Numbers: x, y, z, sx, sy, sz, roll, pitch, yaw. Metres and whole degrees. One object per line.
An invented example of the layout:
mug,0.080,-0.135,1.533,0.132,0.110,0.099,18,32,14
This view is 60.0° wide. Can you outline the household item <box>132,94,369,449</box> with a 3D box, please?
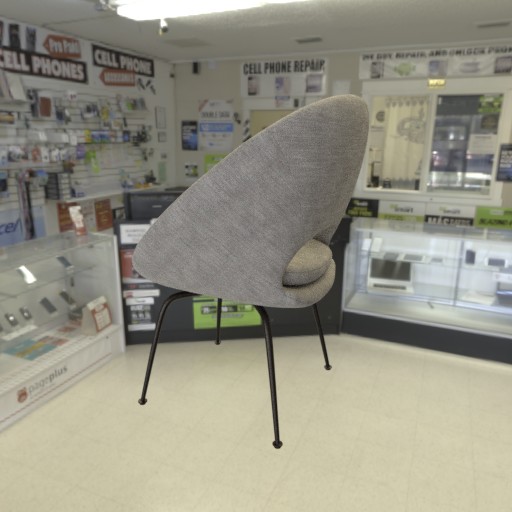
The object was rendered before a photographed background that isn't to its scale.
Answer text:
household item,0.000,0.000,1.299,0.587,0.869,0.643,7,17,25
